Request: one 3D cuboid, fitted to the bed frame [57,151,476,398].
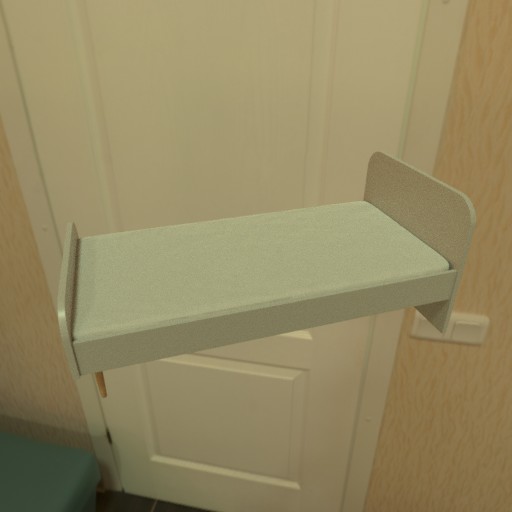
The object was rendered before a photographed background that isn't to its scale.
[{"bbox_3d":[0.000,0.000,2.488,1.963,0.805,0.998,-9,31,-15],"label":"bed frame"}]
